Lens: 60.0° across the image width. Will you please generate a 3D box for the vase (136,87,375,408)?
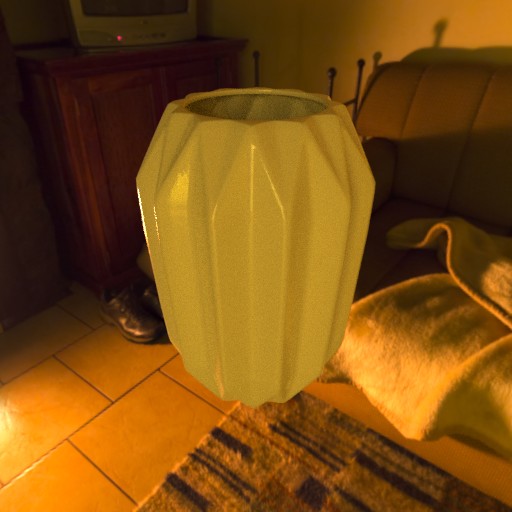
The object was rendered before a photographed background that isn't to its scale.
[{"bbox_3d":[0.000,0.000,0.411,0.195,0.275,0.195,0,31,0],"label":"vase"}]
